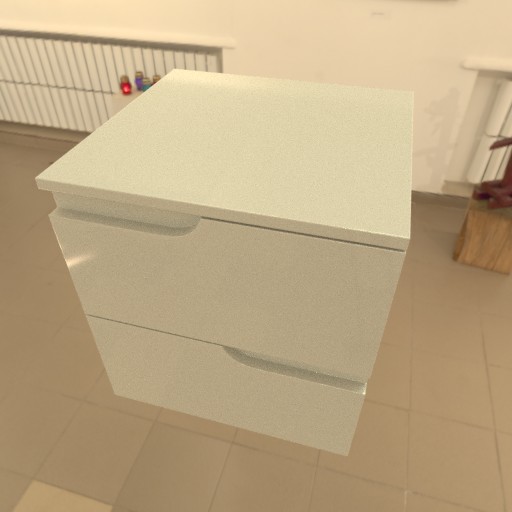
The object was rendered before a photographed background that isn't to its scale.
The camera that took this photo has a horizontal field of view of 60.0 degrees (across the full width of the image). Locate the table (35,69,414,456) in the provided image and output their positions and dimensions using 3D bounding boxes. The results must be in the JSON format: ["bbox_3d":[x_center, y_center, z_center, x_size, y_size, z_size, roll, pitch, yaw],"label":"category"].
[{"bbox_3d":[0.000,0.000,0.768,0.420,0.470,0.400,10,42,12],"label":"table"}]
